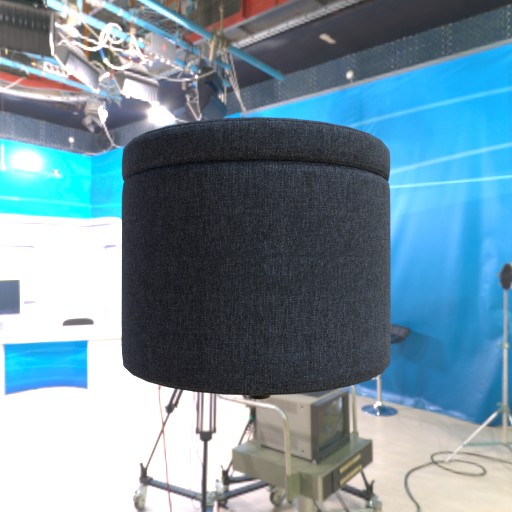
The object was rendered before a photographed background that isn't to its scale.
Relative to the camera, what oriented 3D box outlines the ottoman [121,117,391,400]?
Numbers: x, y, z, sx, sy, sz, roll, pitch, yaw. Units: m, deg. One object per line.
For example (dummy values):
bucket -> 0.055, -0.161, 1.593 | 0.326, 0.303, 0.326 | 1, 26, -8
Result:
ottoman -> 0.000, 0.000, 0.859 | 0.500, 0.419, 0.500 | 0, 0, 0
